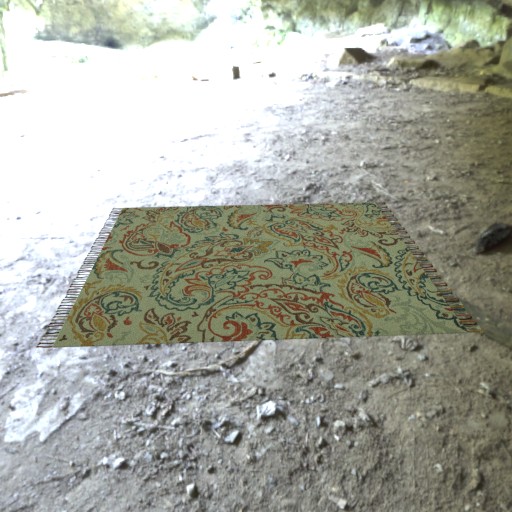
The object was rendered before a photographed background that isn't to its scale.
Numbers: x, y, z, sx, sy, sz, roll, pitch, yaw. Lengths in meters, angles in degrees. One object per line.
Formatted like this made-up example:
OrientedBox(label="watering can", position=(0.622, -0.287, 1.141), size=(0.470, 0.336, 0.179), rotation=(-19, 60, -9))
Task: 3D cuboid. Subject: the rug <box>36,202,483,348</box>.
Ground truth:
OrientedBox(label="rug", position=(0.000, 0.000, 4.289), size=(3.274, 0.015, 2.439), rotation=(-2, 30, -3))
